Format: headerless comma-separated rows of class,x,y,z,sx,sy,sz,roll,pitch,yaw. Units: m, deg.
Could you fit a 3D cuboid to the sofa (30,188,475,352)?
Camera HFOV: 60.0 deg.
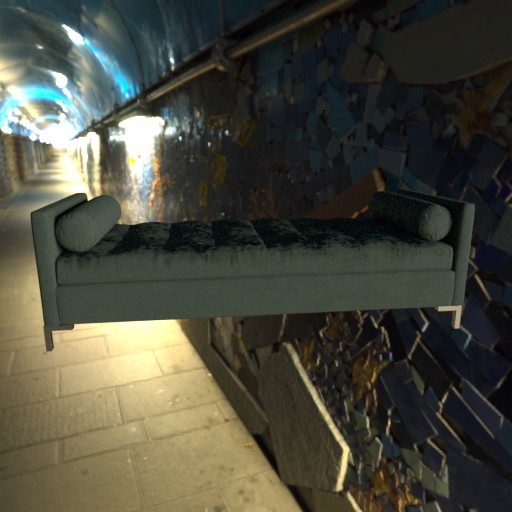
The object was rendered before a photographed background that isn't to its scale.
sofa,0.000,0.000,2.486,2.102,0.657,0.797,-2,14,-7
